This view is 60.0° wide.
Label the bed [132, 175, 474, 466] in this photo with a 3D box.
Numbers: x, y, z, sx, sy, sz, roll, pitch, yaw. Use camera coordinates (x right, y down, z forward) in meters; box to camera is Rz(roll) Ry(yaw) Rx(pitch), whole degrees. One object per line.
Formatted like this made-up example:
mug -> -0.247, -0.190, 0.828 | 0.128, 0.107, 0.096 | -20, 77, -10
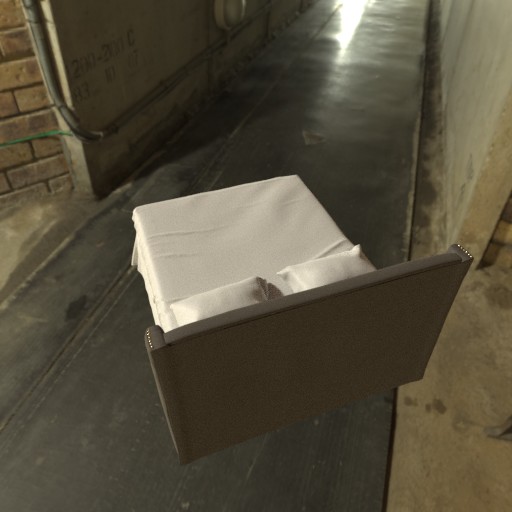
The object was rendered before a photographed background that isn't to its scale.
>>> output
bed -> 0.000, 0.000, 3.546 | 1.925, 1.332, 2.276 | -14, 44, -15
